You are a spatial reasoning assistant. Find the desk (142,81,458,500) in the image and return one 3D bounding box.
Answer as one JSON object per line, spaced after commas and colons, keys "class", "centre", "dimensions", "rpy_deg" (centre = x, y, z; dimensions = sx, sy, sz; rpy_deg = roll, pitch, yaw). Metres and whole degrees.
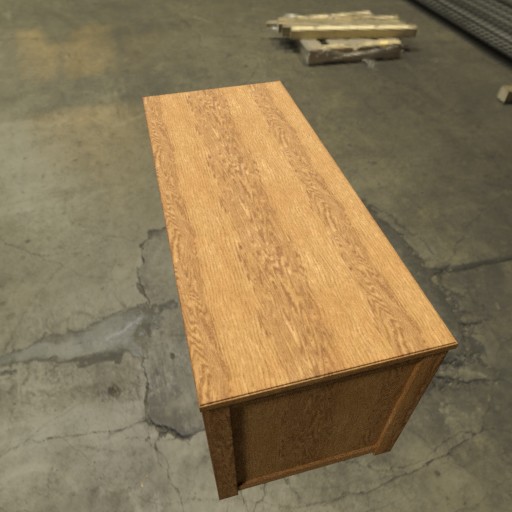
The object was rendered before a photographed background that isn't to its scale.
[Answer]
{"class": "desk", "centre": [0.000, 0.000, 1.873], "dimensions": [0.685, 0.751, 1.567], "rpy_deg": [-11, 47, -10]}
